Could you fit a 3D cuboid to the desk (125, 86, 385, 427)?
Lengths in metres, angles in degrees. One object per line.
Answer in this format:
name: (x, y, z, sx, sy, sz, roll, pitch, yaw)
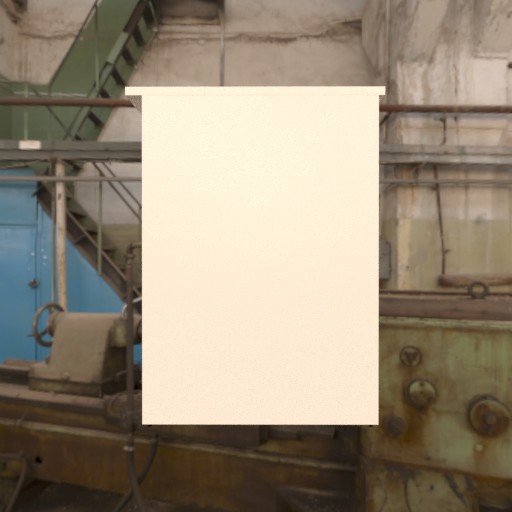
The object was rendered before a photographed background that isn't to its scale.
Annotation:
desk: (0.000, 0.000, 1.504, 0.560, 0.735, 1.097, 0, 0, 0)
